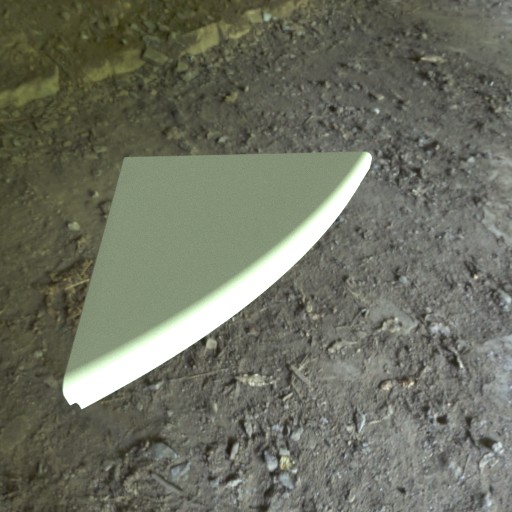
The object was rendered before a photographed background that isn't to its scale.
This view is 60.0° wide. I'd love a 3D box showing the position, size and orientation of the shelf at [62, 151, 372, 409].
[{"bbox_3d":[0.000,0.000,0.461,0.310,0.050,0.310,-2,46,-2],"label":"shelf"}]
